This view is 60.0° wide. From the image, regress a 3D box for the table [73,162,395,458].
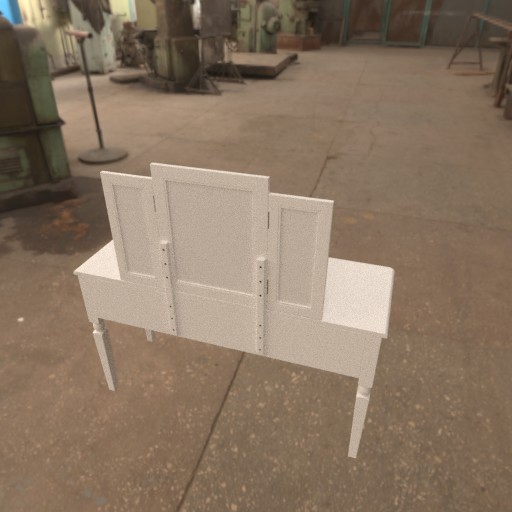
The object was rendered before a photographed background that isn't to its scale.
[{"bbox_3d":[0.000,0.000,2.298,1.369,1.310,1.115,10,33,15],"label":"table"}]
